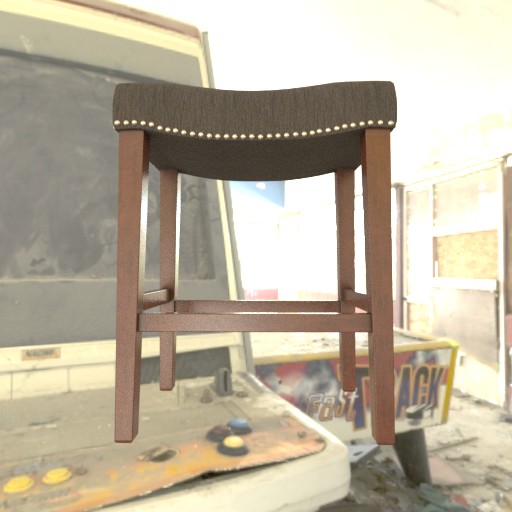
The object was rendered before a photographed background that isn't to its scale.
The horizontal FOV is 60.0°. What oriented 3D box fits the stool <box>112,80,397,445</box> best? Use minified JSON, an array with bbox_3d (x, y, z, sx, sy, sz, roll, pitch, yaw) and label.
[{"bbox_3d":[0.000,0.000,0.946,0.504,0.654,0.372,0,-2,1],"label":"stool"}]
